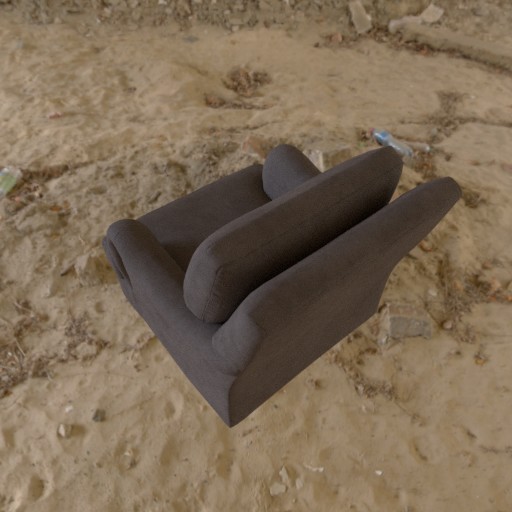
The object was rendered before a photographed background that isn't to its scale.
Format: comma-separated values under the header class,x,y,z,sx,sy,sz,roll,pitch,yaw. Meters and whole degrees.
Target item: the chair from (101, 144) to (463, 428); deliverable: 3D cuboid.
class,x,y,z,sx,sy,sz,roll,pitch,yaw
chair,0.000,0.000,1.823,0.955,0.997,1.070,-31,53,-27
